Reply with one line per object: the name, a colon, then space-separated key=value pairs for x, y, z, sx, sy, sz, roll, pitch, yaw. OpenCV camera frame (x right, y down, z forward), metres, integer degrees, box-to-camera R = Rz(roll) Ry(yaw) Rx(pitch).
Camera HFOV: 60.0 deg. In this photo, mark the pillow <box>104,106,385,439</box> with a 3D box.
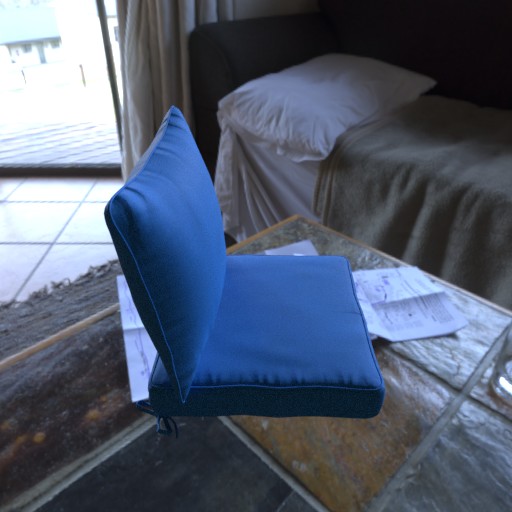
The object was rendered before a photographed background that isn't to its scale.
pillow: x=0.000 y=0.000 z=1.366 sx=0.733 sy=0.725 sz=0.798 roll=0 pitch=33 yaw=1
